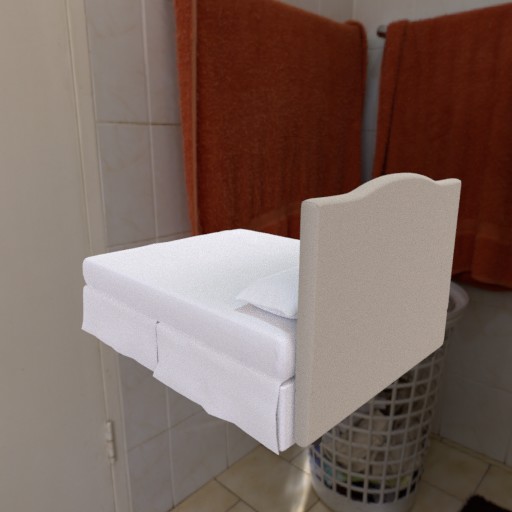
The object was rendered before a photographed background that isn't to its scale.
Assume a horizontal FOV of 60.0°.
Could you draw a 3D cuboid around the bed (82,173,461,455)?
[{"bbox_3d":[0.000,0.000,3.587,1.977,1.437,2.477,-14,20,-43],"label":"bed"}]
